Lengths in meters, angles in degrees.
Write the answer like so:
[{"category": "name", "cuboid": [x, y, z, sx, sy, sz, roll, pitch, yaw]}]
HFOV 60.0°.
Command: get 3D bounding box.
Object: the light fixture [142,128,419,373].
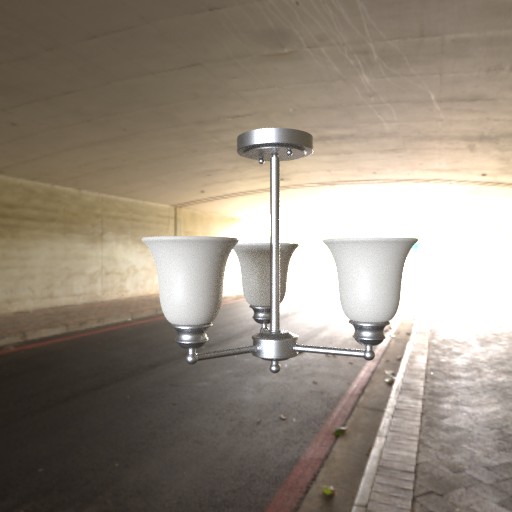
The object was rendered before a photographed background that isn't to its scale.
[{"category": "light fixture", "cuboid": [0.000, 0.000, 0.679, 0.354, 0.370, 0.388, 0, 0, -35]}]
